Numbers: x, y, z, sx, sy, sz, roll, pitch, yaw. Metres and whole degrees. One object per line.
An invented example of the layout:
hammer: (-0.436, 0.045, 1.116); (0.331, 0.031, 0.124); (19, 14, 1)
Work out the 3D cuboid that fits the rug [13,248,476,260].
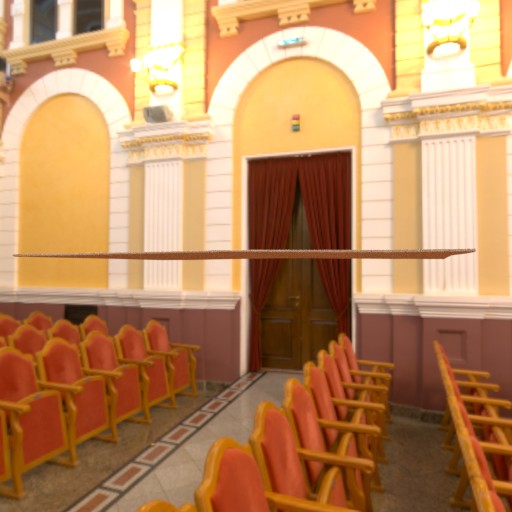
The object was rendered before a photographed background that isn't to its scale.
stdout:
rug: (0.000, 0.000, 2.827); (2.346, 0.029, 1.574); (0, -1, 20)
